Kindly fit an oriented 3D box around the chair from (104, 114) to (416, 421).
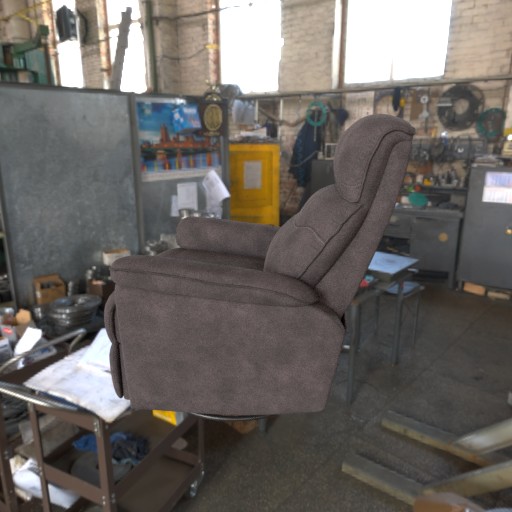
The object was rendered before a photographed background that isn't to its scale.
[{"bbox_3d":[0.000,0.000,1.712,1.009,1.035,0.830,2,15,8],"label":"chair"}]
